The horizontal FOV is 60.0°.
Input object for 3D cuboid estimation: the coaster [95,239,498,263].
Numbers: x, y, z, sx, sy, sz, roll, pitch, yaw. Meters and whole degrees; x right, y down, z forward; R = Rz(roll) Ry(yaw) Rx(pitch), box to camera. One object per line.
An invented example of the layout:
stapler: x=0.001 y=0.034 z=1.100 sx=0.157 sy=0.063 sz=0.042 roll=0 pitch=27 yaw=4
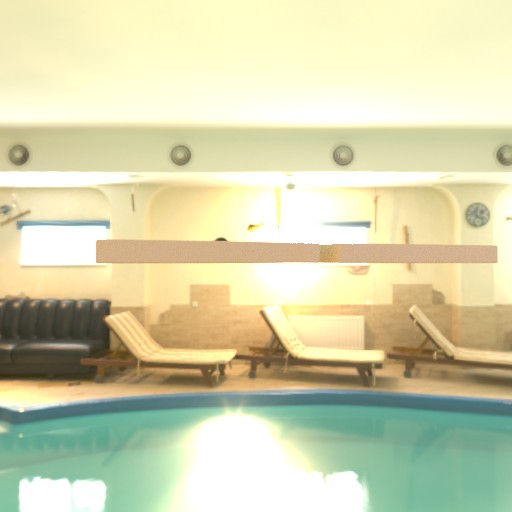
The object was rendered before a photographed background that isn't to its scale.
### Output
coaster: x=0.000 y=0.000 z=0.318 sx=0.214 sy=0.010 sz=0.219 roll=0 pitch=-1 yaw=-19
